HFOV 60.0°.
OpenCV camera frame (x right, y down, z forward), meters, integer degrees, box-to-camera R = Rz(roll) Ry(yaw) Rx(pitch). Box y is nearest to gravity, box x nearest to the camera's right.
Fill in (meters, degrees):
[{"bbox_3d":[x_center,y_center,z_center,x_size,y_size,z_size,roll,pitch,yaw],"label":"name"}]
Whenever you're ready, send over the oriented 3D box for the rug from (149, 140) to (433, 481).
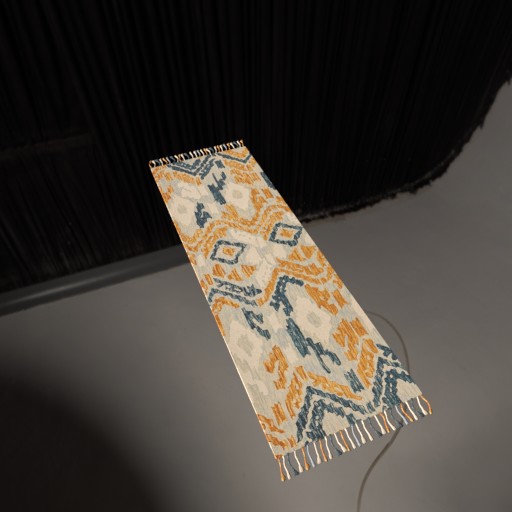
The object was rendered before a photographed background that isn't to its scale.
[{"bbox_3d":[0.000,0.000,2.689,0.783,0.010,2.437,-17,49,-15],"label":"rug"}]
